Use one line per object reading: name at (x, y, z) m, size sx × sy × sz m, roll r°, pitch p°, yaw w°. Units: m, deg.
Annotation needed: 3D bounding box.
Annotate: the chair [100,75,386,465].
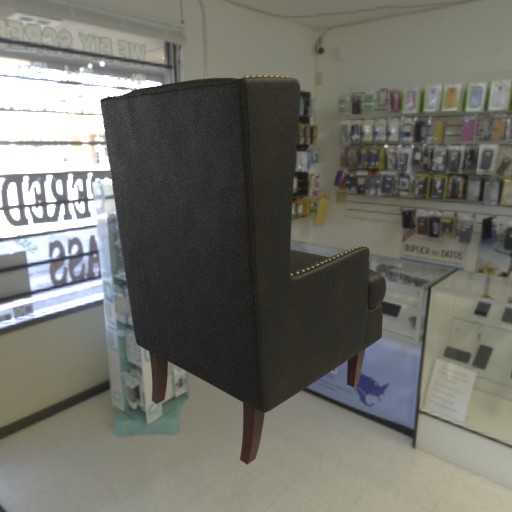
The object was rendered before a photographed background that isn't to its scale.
chair at (0.000, 0.000, 1.645) m, size 0.703 × 1.142 × 0.799 m, roll 13°, pitch 19°, yaw 42°
